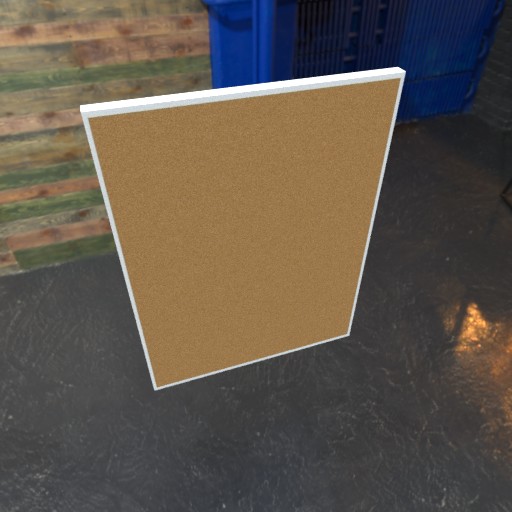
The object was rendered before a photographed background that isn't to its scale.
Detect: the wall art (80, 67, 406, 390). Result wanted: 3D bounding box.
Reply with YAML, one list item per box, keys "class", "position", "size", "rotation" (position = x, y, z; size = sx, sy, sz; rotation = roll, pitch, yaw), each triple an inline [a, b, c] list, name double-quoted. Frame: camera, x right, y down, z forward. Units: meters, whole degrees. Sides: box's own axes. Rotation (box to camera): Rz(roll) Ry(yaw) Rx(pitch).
- class: "wall art"
  position: [0.000, 0.000, 1.388]
  size: [0.795, 1.050, 0.039]
  rotation: [-12, 42, -14]
